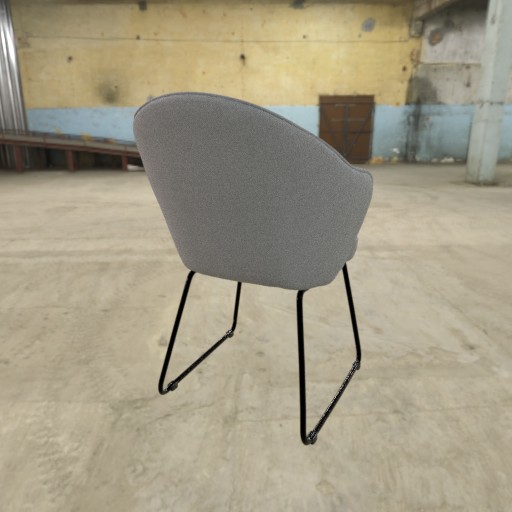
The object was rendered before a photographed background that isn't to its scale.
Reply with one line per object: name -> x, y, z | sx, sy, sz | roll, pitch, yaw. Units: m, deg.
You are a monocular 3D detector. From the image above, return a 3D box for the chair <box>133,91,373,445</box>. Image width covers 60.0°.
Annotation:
chair -> 0.000, 0.000, 1.221 | 0.570, 0.817, 0.592 | 8, 18, 26
